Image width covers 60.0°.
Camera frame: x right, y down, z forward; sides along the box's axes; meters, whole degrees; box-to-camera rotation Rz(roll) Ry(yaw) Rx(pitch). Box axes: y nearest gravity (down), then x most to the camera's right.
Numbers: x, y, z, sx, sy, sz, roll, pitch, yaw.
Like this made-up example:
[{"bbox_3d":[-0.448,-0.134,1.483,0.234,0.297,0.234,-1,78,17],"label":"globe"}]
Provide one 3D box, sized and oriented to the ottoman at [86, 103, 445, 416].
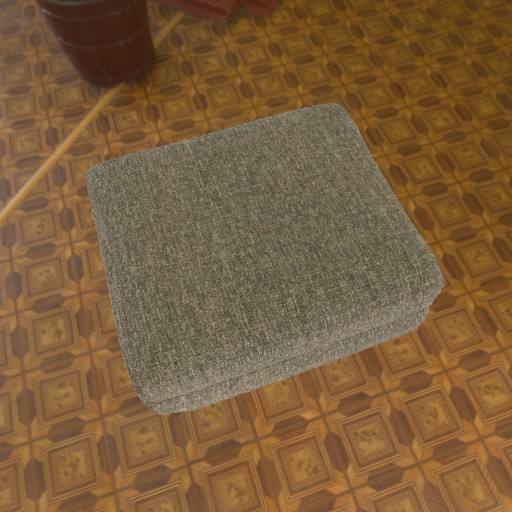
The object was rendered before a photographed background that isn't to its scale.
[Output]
[{"bbox_3d":[0.000,0.000,1.283,0.828,0.480,0.683,-17,64,-9],"label":"ottoman"}]
